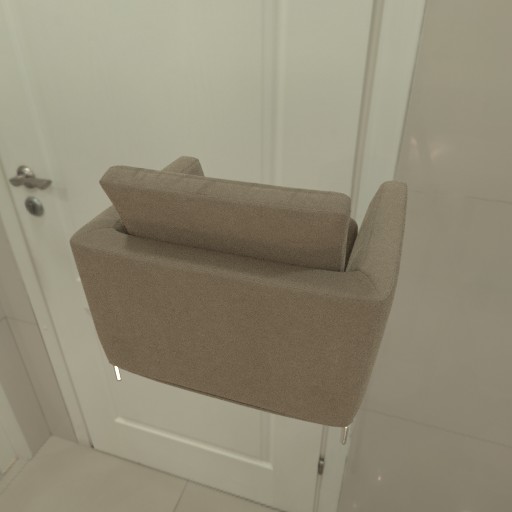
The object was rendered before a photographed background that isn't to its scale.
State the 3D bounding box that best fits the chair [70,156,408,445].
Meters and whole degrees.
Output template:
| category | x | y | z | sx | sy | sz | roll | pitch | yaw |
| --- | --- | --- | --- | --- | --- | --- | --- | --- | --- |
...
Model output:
| category | x | y | z | sx | sy | sz | roll | pitch | yaw |
| --- | --- | --- | --- | --- | --- | --- | --- | --- | --- |
| chair | 0.000 | 0.000 | 1.710 | 1.041 | 0.864 | 0.889 | 10 | 33 | 16 |
